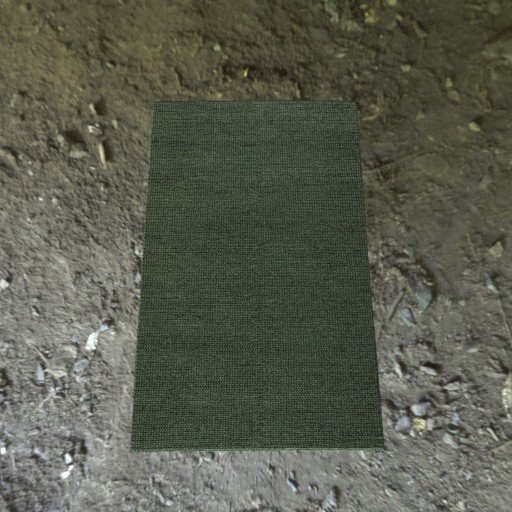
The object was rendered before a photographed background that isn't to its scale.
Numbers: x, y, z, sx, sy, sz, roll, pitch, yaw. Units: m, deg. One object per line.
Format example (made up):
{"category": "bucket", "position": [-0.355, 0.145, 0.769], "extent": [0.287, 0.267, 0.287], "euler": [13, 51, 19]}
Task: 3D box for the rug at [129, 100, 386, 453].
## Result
{"category": "rug", "position": [0.000, 0.000, 2.995], "extent": [1.538, 0.021, 2.443], "euler": [0, 74, 0]}
